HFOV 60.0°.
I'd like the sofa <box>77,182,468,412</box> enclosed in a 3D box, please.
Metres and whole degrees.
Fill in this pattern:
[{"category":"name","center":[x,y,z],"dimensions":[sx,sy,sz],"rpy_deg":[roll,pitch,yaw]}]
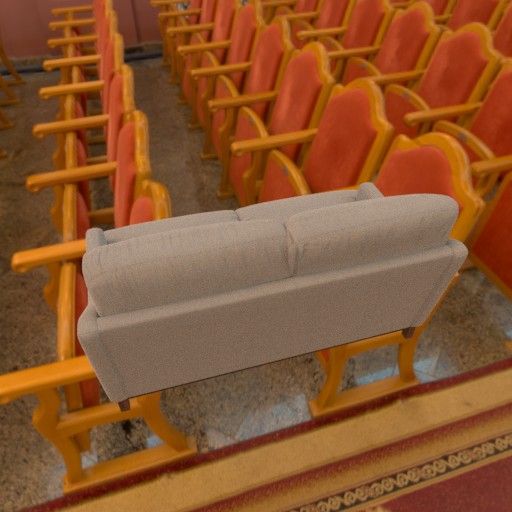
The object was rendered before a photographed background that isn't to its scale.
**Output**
[{"category":"sofa","center":[0.000,0.000,2.173],"dimensions":[1.589,0.921,0.987],"rpy_deg":[-11,42,-12]}]
